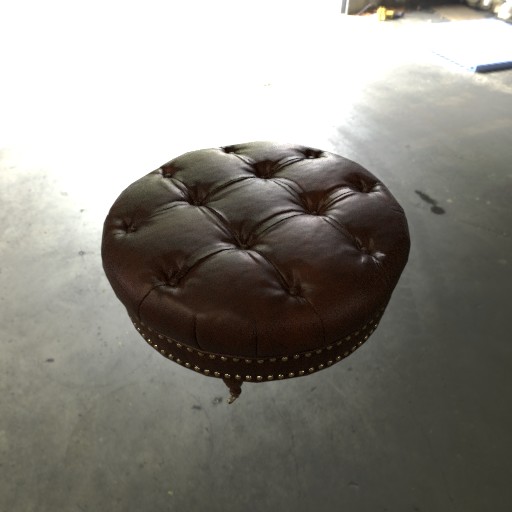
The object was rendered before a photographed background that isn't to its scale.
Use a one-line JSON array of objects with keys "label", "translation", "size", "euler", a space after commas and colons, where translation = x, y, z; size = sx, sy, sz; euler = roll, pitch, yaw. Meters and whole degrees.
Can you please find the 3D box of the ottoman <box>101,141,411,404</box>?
[{"label": "ottoman", "translation": [0.000, 0.000, 1.408], "size": [0.901, 0.455, 0.901], "euler": [0, 42, 0]}]
